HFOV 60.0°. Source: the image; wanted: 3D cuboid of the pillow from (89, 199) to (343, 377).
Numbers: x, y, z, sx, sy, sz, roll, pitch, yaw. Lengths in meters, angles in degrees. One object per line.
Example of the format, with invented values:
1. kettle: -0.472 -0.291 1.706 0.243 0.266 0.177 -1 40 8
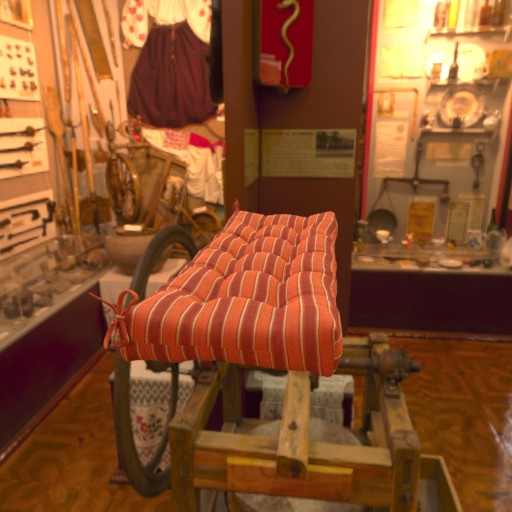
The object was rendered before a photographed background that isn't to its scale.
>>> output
1. pillow: 0.000 0.000 1.377 0.511 0.174 1.194 3 17 9
